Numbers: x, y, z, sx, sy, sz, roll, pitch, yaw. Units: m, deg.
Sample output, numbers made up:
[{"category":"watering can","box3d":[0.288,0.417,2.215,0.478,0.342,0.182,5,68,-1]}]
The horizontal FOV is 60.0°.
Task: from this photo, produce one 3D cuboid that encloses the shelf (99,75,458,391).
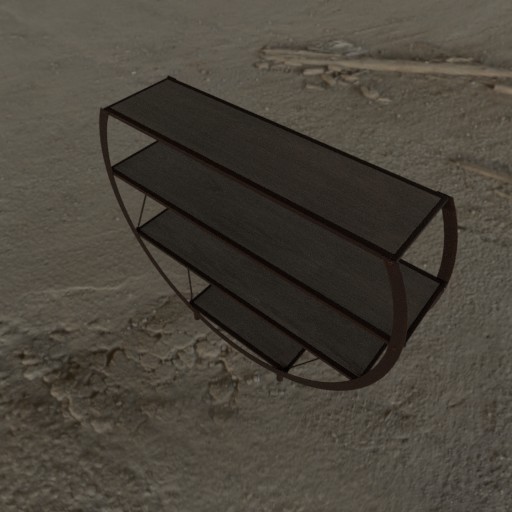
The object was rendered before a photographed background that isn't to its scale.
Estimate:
[{"category":"shelf","box3d":[0.000,0.000,1.858,1.403,1.063,0.344,31,55,26]}]
